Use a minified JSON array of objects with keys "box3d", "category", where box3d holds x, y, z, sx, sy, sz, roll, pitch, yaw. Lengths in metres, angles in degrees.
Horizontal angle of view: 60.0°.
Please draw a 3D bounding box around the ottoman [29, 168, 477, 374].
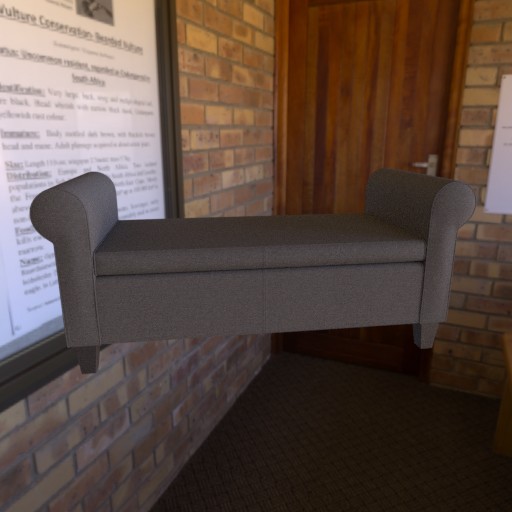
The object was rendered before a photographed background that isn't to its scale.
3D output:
[{"box3d":[0.000,0.000,1.524,1.256,0.547,0.521,-2,16,-8],"category":"ottoman"}]
